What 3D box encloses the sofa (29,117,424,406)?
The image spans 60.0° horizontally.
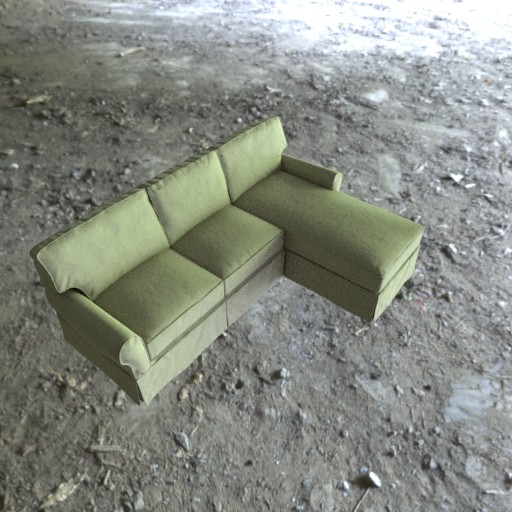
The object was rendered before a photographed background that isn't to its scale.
[{"bbox_3d":[0.000,0.000,3.275,1.733,0.978,2.475,28,49,28],"label":"sofa"}]
